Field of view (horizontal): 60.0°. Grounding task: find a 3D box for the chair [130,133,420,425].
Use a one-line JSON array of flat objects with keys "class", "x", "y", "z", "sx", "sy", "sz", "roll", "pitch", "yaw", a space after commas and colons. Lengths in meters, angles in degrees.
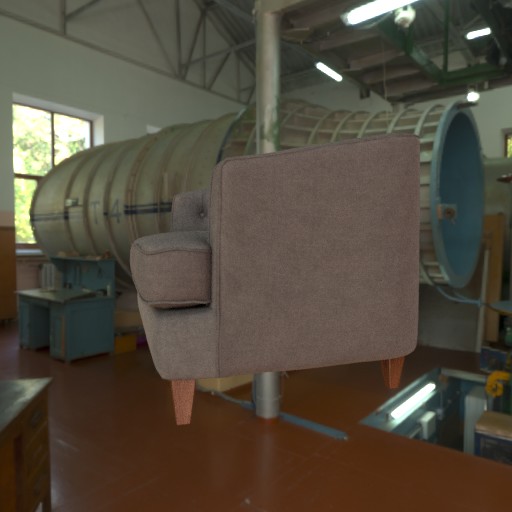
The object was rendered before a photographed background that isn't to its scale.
[{"class": "chair", "x": 0.000, "y": 0.000, "z": 1.737, "sx": 0.941, "sy": 0.852, "sz": 1.104, "roll": -1, "pitch": 2, "yaw": -17}]
